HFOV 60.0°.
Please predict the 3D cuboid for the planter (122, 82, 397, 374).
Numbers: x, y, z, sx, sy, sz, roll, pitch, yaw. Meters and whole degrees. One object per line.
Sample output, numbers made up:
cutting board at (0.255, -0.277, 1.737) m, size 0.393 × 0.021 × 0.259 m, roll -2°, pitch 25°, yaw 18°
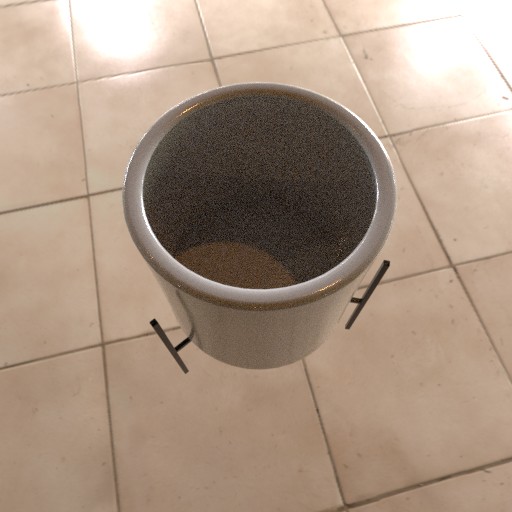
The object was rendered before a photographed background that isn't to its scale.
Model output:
planter at (0.000, 0.000, 0.750) m, size 0.360 × 0.480 × 0.361 m, roll -14°, pitch 64°, yaw -7°
